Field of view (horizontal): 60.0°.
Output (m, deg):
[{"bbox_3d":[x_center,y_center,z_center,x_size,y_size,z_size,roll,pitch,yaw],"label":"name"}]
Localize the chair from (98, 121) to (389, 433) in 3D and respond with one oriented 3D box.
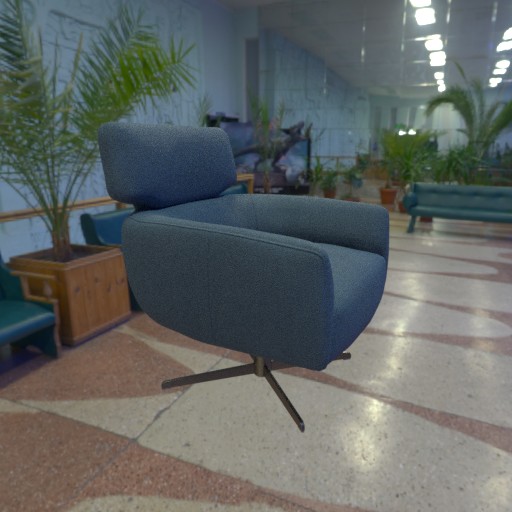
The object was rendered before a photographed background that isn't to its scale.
[{"bbox_3d":[0.000,0.000,1.410,0.761,0.813,0.738,7,16,26],"label":"chair"}]
